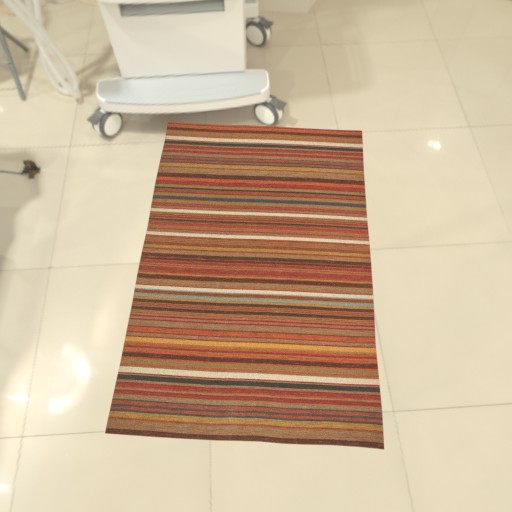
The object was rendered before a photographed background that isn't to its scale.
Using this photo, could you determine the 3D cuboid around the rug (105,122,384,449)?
[{"bbox_3d":[0.000,0.000,2.343,1.217,0.007,1.828,3,63,2],"label":"rug"}]
